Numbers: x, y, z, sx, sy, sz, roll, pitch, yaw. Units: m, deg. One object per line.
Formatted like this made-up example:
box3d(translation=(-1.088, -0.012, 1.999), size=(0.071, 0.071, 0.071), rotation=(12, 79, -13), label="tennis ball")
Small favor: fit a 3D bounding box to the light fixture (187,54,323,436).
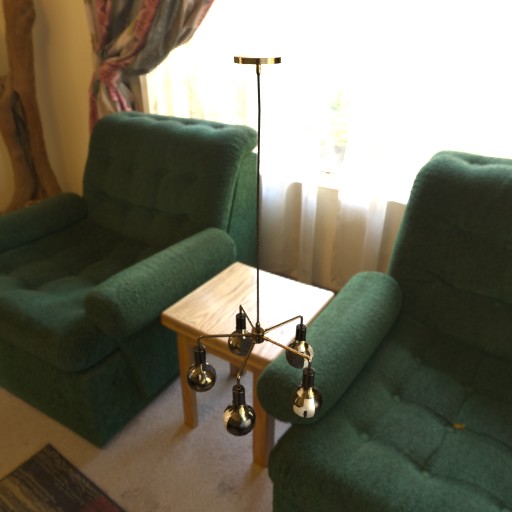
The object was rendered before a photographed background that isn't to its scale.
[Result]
box3d(translation=(0.000, 0.000, 1.202), size=(0.438, 0.988, 0.421), rotation=(8, 29, 15), label="light fixture")
